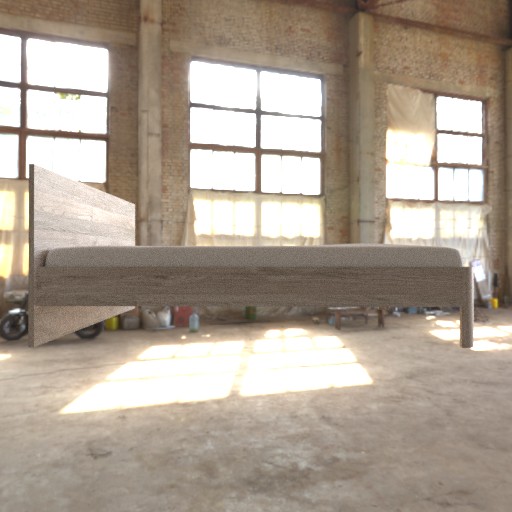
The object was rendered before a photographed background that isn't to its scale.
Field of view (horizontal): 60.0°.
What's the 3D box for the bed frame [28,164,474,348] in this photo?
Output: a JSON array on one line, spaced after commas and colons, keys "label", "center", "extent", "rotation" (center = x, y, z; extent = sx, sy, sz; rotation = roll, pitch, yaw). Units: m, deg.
[{"label": "bed frame", "center": [0.000, 0.000, 2.655], "extent": [1.950, 0.800, 1.490], "rotation": [0, 0, 1]}]
